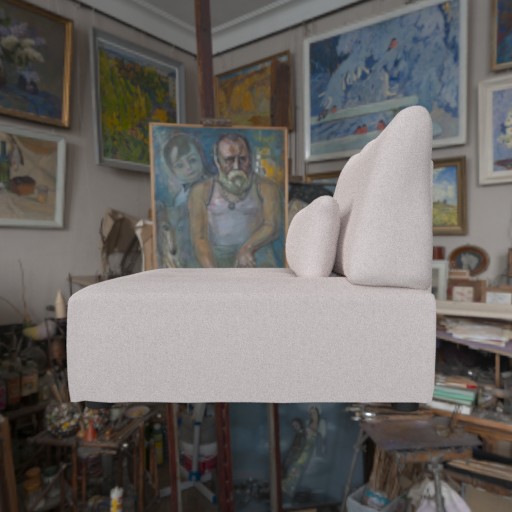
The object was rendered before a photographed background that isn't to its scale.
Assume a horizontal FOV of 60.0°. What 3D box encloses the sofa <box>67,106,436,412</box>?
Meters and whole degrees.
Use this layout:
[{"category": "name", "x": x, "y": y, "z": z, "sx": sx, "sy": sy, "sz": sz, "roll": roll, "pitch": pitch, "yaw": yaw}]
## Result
[{"category": "sofa", "x": 0.000, "y": 0.000, "z": 1.514, "sx": 1.000, "sy": 0.820, "sz": 0.700, "roll": 0, "pitch": 1, "yaw": 0}]
